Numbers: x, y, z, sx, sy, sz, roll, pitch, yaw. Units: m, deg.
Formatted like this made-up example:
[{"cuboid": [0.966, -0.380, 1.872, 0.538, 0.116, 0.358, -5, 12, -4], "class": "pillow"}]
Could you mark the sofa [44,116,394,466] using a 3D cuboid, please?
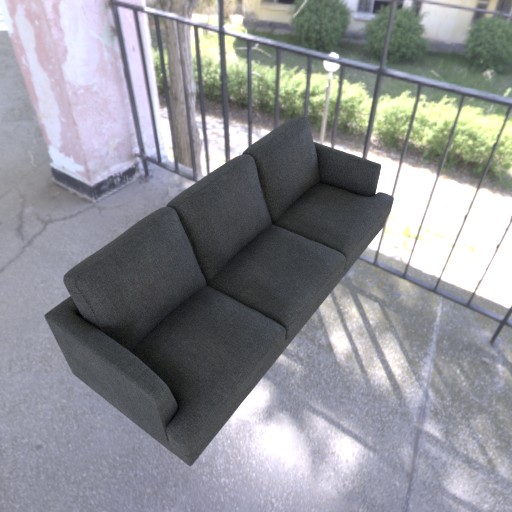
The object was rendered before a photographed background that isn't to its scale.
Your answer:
[{"cuboid": [0.000, 0.000, 2.709, 0.903, 0.930, 2.246, 26, 49, 25], "class": "sofa"}]
